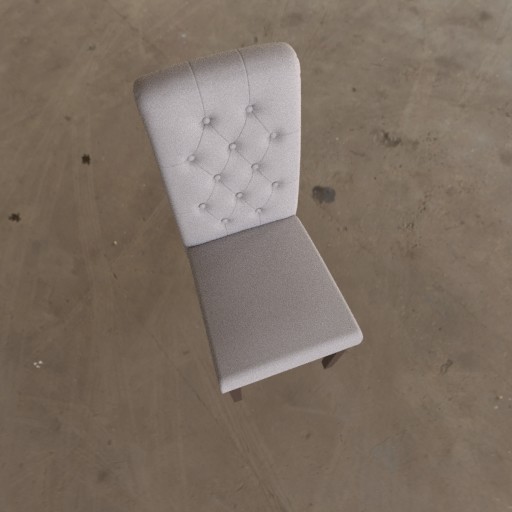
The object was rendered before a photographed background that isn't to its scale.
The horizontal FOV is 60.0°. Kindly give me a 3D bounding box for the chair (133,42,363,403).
[{"bbox_3d":[0.000,0.000,1.376,0.456,1.006,0.671,-18,65,-8],"label":"chair"}]
